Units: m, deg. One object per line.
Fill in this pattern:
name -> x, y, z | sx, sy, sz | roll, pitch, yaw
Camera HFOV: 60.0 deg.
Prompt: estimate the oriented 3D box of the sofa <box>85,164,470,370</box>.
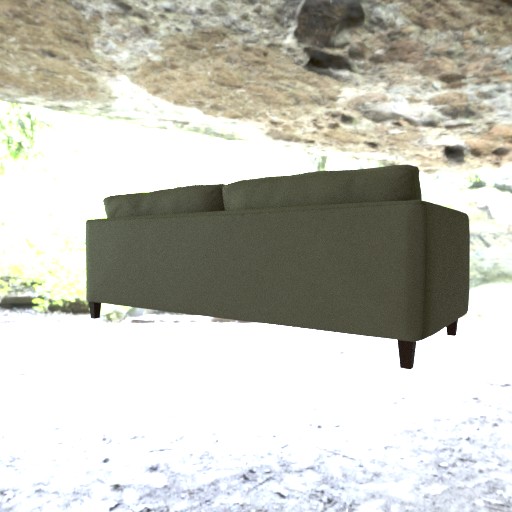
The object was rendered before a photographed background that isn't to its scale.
sofa -> 0.000, 0.000, 2.883 | 2.404, 0.912, 0.988 | 1, 2, 36
